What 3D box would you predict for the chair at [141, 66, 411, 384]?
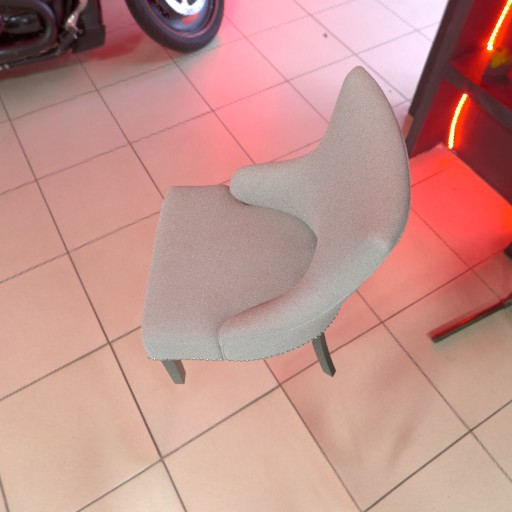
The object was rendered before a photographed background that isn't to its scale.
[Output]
[{"bbox_3d":[0.000,0.000,1.286,0.629,0.909,0.566,1,58,1],"label":"chair"}]
